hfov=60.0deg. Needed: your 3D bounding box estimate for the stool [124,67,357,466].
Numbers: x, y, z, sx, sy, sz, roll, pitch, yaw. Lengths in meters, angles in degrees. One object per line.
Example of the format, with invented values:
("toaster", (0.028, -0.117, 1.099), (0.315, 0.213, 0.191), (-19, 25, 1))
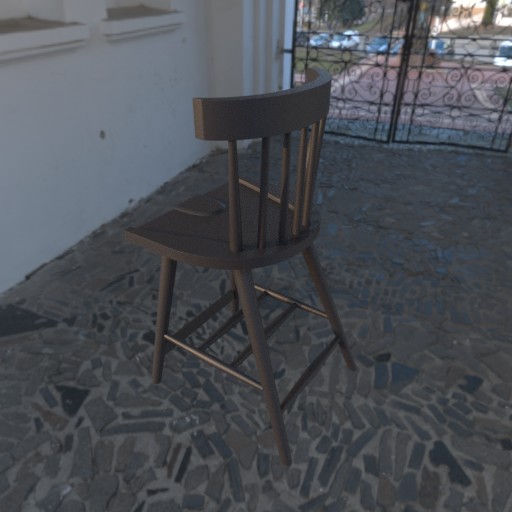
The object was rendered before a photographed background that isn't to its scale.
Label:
("stool", (0.000, 0.000, 1.271), (0.549, 0.953, 0.494), (20, 37, 29))
